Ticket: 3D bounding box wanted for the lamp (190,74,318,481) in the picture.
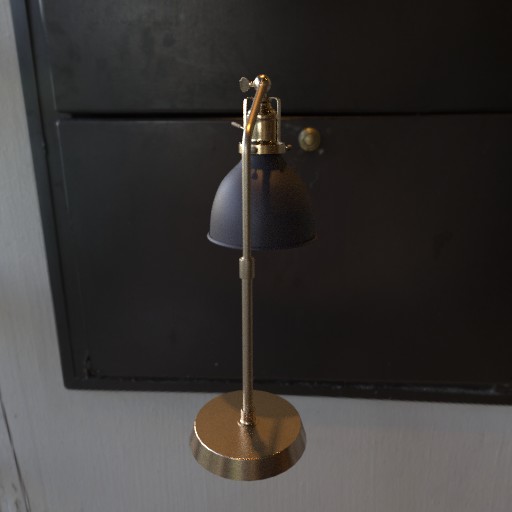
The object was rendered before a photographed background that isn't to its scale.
[{"bbox_3d":[0.000,0.000,0.584,0.160,0.456,0.291,2,17,8],"label":"lamp"}]
